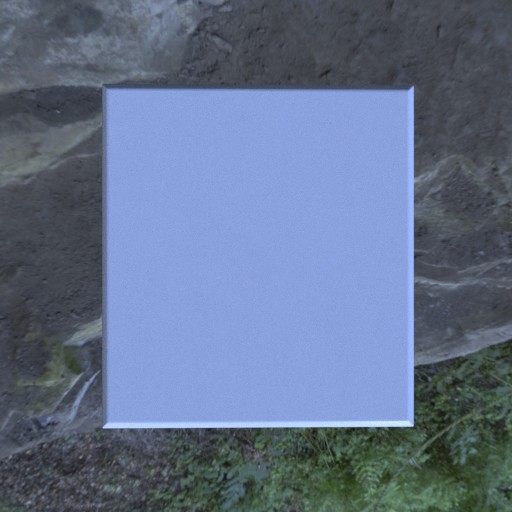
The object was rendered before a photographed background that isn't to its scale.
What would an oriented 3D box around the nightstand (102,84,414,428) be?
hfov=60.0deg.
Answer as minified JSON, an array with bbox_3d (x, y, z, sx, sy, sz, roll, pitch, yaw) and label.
[{"bbox_3d":[0.000,0.000,0.924,0.459,0.555,0.505,0,90,-1],"label":"nightstand"}]
